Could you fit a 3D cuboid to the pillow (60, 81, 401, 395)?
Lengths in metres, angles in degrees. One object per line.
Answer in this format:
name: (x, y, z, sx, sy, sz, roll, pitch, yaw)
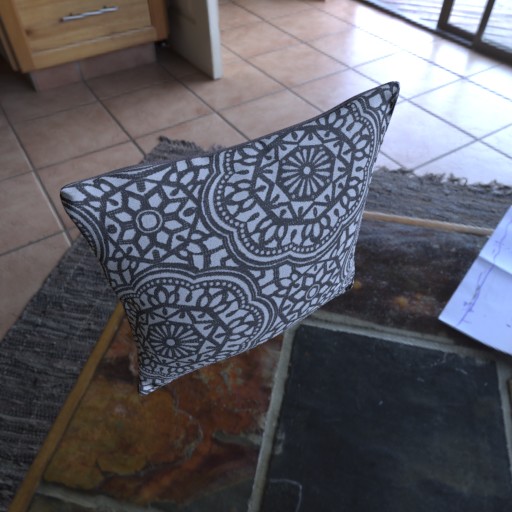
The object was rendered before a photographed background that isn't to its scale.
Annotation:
pillow: (0.000, 0.000, 0.636, 0.436, 0.417, 0.148, -24, 51, -21)
